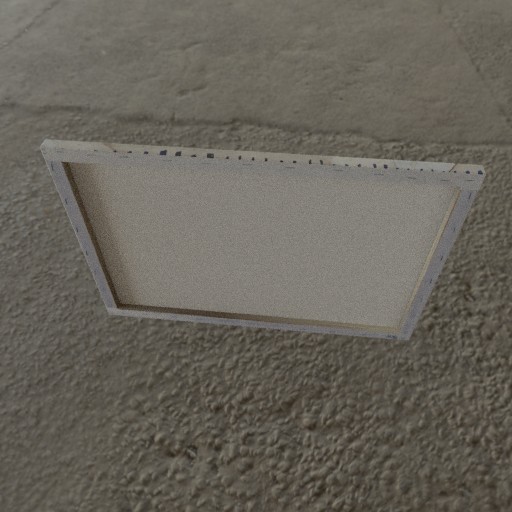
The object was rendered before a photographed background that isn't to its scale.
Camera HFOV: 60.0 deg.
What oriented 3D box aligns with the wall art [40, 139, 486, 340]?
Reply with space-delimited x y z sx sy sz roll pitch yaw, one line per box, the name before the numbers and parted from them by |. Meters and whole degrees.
wall art | 0.000 0.000 1.418 1.143 0.757 0.038 4 47 4
